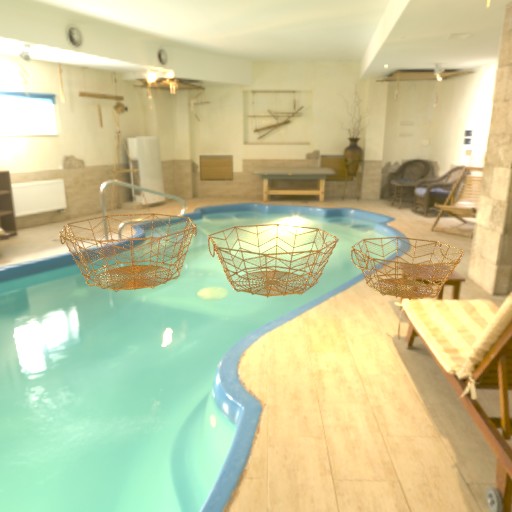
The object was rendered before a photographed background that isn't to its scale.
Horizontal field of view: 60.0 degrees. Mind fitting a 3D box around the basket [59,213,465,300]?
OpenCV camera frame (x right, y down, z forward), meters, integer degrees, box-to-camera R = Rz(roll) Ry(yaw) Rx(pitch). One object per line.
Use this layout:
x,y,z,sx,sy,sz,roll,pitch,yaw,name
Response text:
0.000,0.000,1.398,1.245,0.178,0.432,2,16,7,basket
